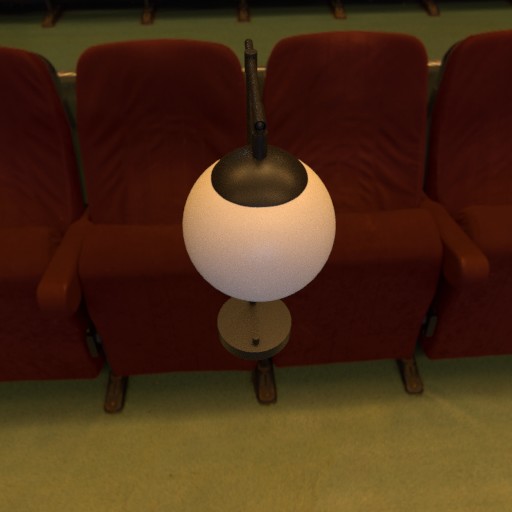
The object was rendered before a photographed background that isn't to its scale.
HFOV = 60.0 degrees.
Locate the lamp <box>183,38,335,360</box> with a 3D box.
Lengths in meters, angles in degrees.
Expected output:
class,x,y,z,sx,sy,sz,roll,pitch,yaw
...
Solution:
class,x,y,z,sx,sy,sz,roll,pitch,yaw
lamp,0.000,0.000,0.708,0.197,0.559,0.316,-3,47,-3
